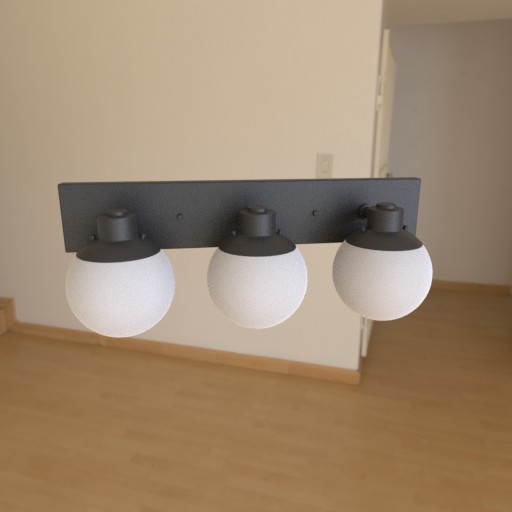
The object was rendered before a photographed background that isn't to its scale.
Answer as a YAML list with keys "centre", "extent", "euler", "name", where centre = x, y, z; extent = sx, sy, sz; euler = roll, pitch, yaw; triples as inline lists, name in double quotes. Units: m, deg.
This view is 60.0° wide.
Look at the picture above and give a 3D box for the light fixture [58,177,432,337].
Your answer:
- centre: [0.000, 0.000, 0.833]
  extent: [0.721, 0.263, 0.218]
  euler: [-2, 16, -8]
  name: "light fixture"
